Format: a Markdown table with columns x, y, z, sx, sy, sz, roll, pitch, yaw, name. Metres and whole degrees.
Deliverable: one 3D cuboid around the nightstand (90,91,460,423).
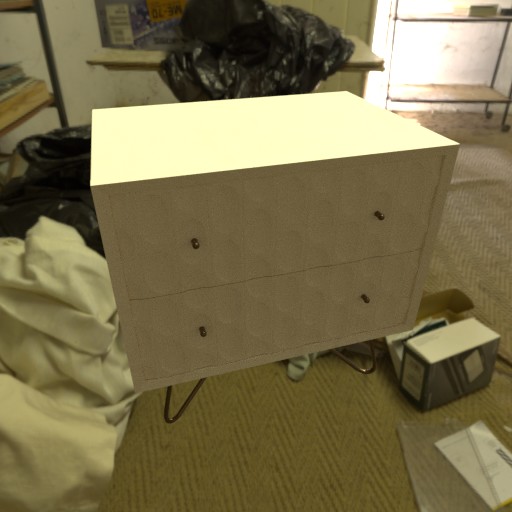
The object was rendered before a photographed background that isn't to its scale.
| x | y | z | sx | sy | sz | roll | pitch | yaw | name |
| --- | --- | --- | --- | --- | --- | --- | --- | --- | --- |
| 0.000 | 0.000 | 1.027 | 0.614 | 0.604 | 0.447 | -9 | 34 | -14 | nightstand |
